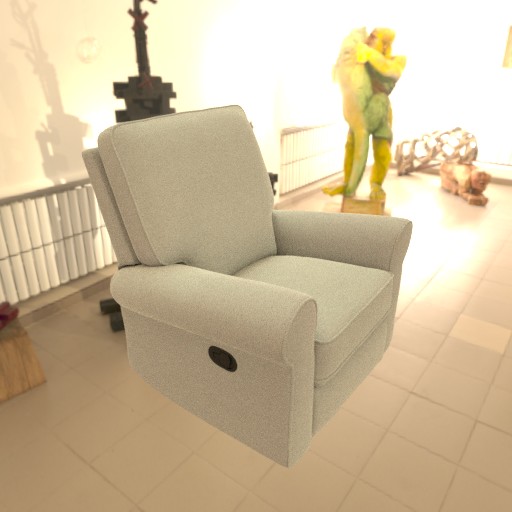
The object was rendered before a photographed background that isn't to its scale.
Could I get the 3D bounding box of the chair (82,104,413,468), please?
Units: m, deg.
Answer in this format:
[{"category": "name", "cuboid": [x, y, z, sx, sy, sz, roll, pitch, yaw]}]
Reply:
[{"category": "chair", "cuboid": [0.000, 0.000, 1.596, 0.878, 0.960, 0.890, 17, 30, 33]}]
